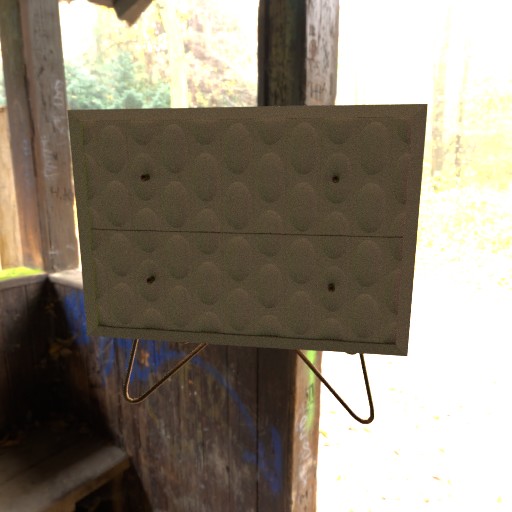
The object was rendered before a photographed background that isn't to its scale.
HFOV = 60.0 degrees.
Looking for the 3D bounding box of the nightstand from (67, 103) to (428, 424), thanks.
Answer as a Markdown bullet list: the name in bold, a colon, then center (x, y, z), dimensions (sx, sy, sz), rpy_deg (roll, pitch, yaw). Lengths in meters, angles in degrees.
- **nightstand**: center (0.000, 0.000, 1.011), dimensions (0.614, 0.604, 0.447), rpy_deg (2, 13, 9)
